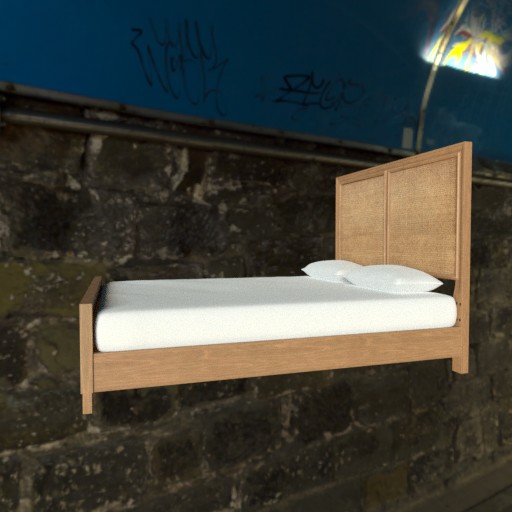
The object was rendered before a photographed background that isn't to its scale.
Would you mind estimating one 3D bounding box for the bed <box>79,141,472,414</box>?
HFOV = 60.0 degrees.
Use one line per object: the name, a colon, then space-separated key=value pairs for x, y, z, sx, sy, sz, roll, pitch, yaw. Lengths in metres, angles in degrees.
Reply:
bed: x=0.000 y=0.000 z=3.093 sx=2.184 sy=1.387 sz=1.606 roll=-1 pitch=2 yaw=-18
